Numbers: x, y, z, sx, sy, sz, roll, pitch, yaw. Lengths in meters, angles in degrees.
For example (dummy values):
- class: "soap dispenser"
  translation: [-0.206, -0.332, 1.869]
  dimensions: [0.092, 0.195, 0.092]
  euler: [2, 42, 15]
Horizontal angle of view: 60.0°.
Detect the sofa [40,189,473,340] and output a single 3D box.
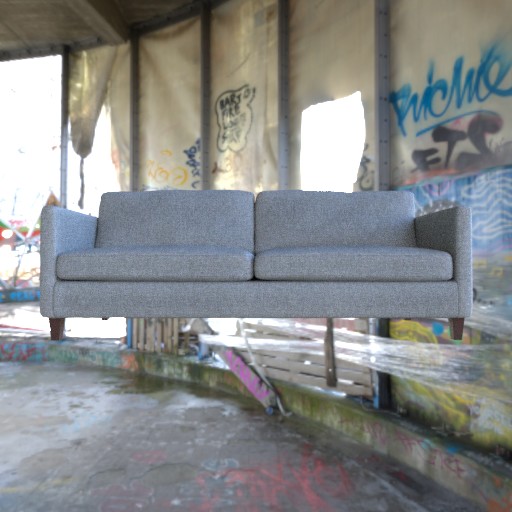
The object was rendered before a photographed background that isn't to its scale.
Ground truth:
- class: "sofa"
  translation: [0.000, 0.000, 2.909]
  dimensions: [2.434, 0.951, 0.948]
  euler: [0, -1, 0]
